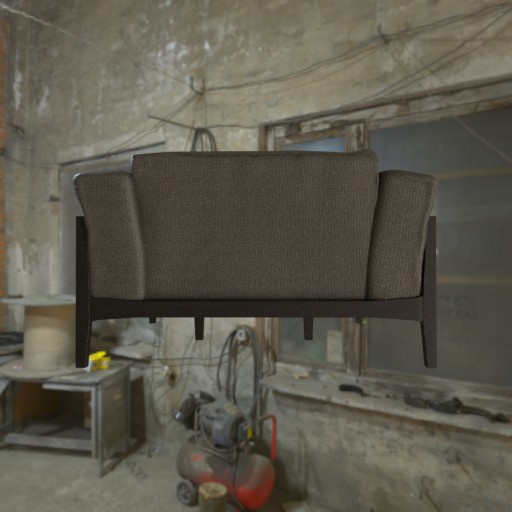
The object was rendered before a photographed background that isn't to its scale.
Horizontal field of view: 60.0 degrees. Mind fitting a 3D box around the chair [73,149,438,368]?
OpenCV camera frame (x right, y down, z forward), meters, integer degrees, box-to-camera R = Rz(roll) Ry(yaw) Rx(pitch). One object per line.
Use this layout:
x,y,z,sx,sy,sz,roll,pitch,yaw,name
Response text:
0.000,0.000,1.712,1.056,0.646,0.969,0,0,0,chair
